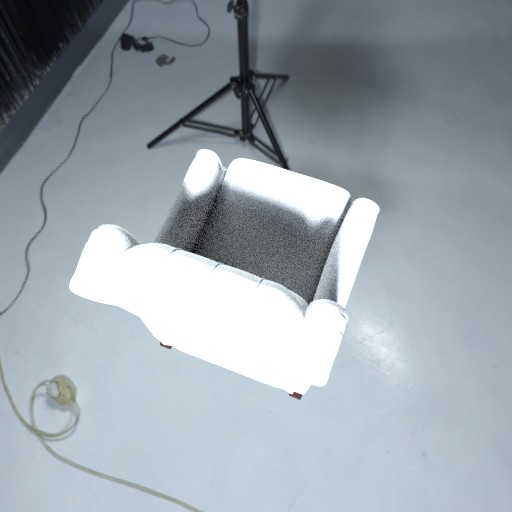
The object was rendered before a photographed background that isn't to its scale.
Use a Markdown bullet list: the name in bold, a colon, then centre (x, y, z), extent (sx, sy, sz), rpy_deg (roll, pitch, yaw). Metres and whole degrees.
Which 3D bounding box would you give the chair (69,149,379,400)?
- **chair**: centre (0.000, 0.000, 1.621), extent (0.742, 1.035, 0.902), rpy_deg (19, 66, 9)
